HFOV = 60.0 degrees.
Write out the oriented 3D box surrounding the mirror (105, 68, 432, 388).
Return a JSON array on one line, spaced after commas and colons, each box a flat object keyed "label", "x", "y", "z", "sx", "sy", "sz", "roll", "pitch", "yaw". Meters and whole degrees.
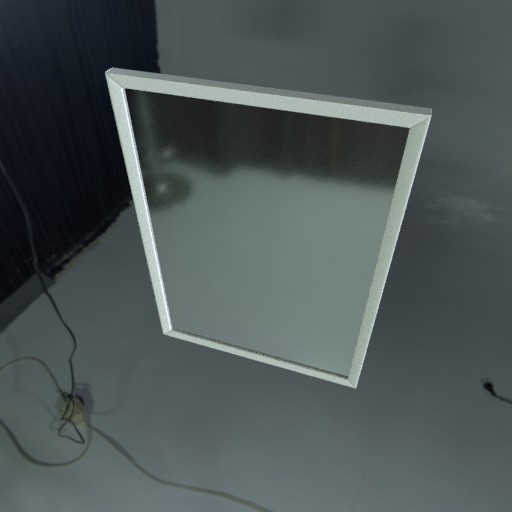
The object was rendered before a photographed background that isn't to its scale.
[{"label": "mirror", "x": 0.000, "y": 0.000, "z": 1.341, "sx": 0.762, "sy": 1.016, "sz": 0.040, "roll": 13, "pitch": 43, "yaw": 14}]
